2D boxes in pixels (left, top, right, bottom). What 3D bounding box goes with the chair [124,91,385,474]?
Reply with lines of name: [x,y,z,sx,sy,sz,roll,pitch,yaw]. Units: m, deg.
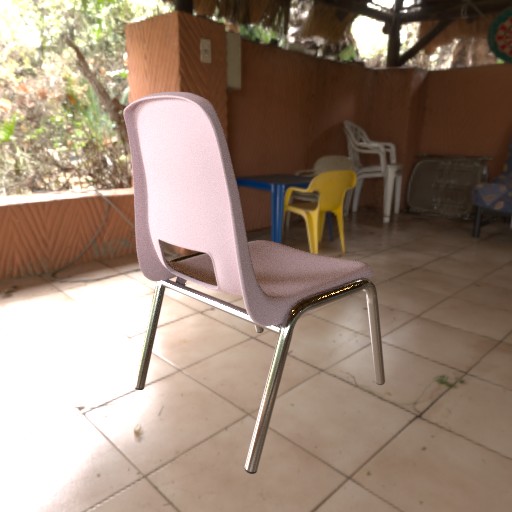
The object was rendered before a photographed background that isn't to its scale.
chair: [0.000,0.000,0.802,0.354,0.536,0.385,15,21,43]
